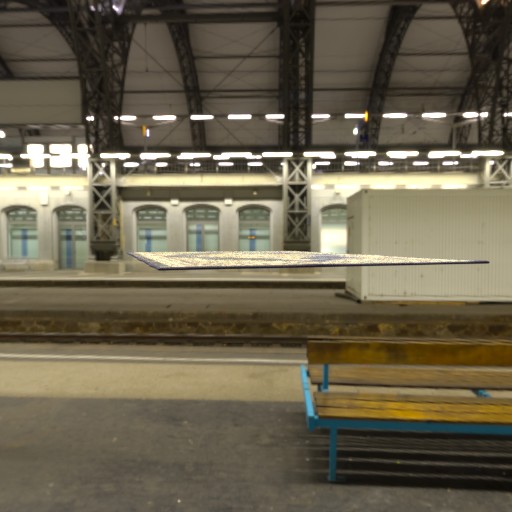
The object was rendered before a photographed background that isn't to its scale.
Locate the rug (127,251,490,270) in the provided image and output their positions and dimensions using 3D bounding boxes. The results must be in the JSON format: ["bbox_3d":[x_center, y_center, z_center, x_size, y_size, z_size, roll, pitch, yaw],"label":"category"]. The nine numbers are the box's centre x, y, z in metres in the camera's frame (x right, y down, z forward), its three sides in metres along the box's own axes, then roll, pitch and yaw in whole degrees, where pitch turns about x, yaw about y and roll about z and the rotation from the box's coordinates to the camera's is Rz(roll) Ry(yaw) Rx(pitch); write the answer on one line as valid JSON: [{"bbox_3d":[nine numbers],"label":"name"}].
[{"bbox_3d":[0.000,0.000,2.248,1.184,0.012,1.781,-1,2,-19],"label":"rug"}]
